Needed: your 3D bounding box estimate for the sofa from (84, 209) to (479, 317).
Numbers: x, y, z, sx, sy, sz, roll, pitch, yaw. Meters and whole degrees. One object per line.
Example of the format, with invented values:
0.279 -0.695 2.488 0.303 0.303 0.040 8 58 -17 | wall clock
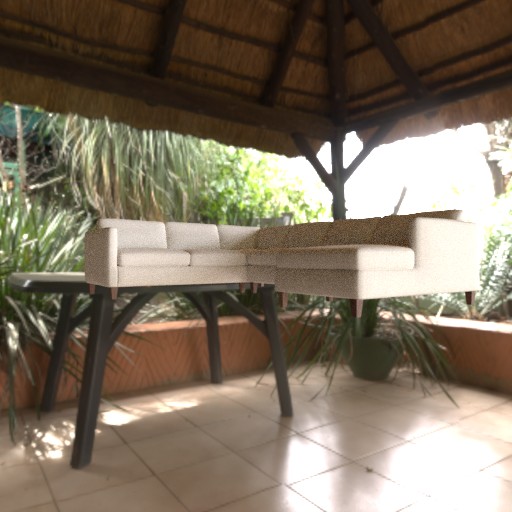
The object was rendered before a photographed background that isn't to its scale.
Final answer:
0.000 0.000 4.430 2.551 0.853 3.238 0 0 -35 | sofa
